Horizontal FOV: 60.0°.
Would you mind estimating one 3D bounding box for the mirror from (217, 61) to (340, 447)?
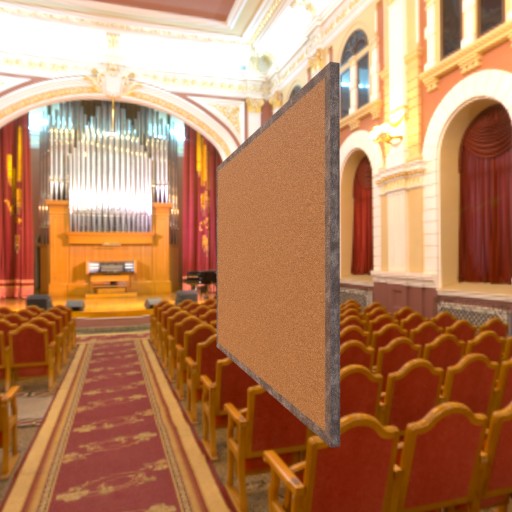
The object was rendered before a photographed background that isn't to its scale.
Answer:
[{"bbox_3d":[0.000,0.000,1.442,0.022,0.795,1.101,0,0,-17],"label":"mirror"}]
